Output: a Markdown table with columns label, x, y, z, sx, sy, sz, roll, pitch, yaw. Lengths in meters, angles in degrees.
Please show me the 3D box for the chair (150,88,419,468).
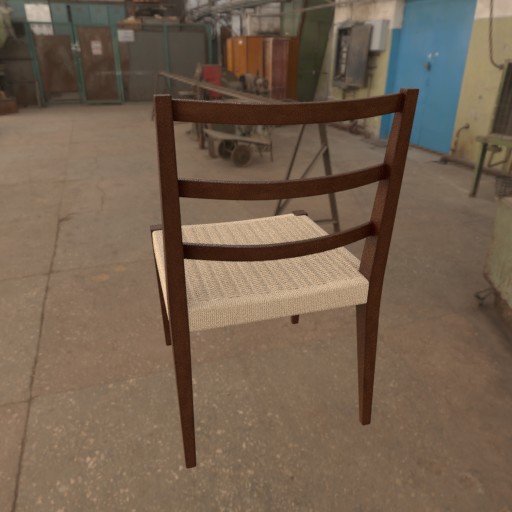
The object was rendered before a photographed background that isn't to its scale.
| label | x | y | z | sx | sy | sz | roll | pitch | yaw |
| --- | --- | --- | --- | --- | --- | --- | --- | --- | --- |
| chair | 0.000 | 0.000 | 1.113 | 0.480 | 0.813 | 0.551 | -7 | 26 | -15 |
